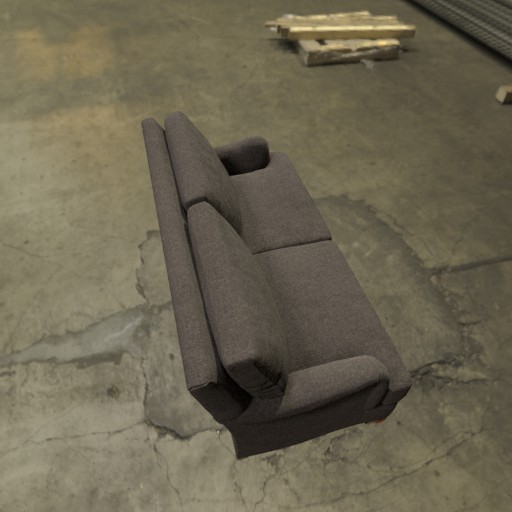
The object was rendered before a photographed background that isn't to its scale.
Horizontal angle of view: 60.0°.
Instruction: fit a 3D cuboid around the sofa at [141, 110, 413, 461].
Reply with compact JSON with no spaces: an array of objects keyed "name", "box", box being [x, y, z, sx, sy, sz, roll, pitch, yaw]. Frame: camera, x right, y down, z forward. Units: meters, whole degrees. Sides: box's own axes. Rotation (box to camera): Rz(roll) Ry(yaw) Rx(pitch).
[{"name":"sofa","box":[0.000,0.000,2.777,1.087,1.054,2.160,-11,47,-10]}]
